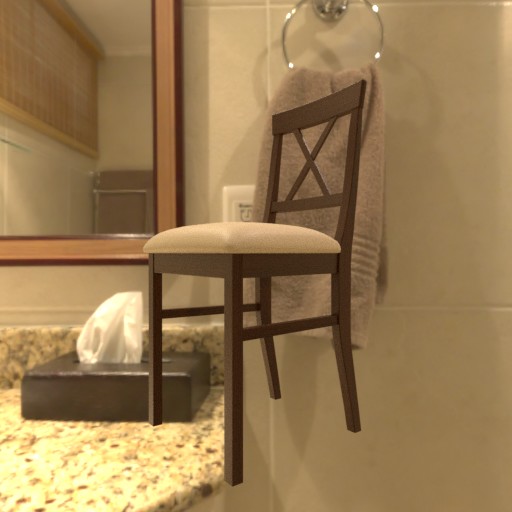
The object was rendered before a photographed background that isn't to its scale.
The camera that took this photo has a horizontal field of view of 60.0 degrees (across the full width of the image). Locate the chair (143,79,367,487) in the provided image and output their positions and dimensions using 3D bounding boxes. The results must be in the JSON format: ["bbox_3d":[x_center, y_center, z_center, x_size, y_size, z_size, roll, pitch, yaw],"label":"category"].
[{"bbox_3d":[0.000,0.000,1.164,0.480,0.913,0.440,0,1,-37],"label":"chair"}]
